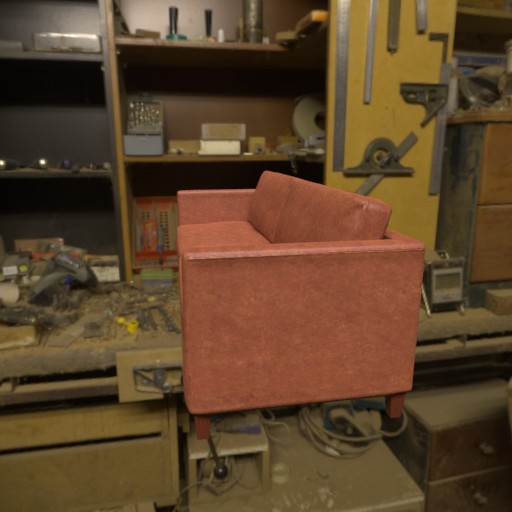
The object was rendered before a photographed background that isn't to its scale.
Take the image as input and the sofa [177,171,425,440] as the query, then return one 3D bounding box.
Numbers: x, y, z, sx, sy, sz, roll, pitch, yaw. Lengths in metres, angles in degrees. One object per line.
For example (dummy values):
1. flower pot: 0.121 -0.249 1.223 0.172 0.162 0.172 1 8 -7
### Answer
1. sofa: 0.000 0.000 2.704 0.950 0.932 2.204 -3 14 -10
